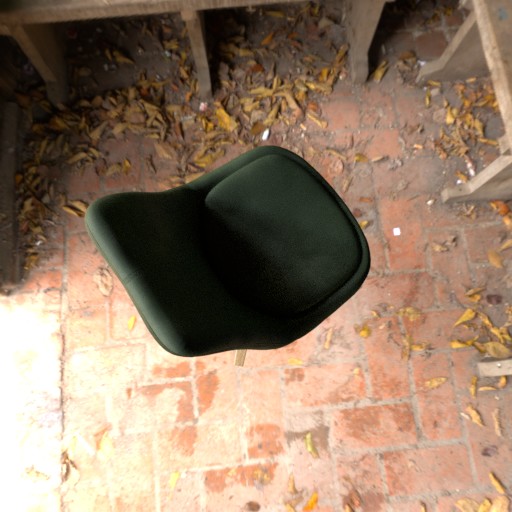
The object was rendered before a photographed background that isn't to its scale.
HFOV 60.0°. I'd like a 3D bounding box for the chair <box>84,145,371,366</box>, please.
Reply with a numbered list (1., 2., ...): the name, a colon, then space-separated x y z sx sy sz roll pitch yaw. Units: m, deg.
1. chair: 0.000 0.000 1.177 0.547 0.865 0.483 -34 78 -8
